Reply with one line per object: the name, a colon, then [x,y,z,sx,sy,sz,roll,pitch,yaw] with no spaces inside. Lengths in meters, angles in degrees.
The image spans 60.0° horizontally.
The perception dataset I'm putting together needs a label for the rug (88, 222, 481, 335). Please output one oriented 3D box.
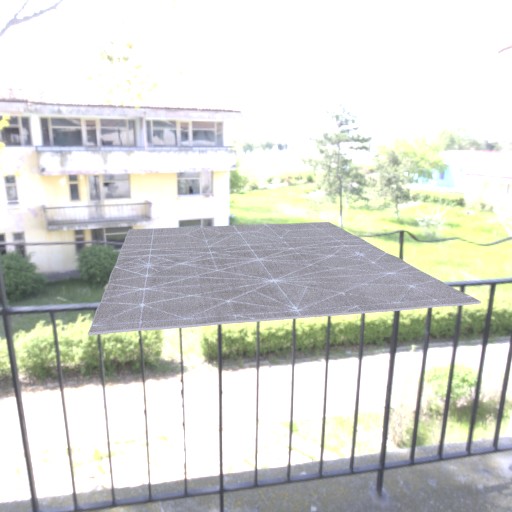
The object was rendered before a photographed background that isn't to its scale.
rug: [0.000,0.000,0.897,0.548,0.006,0.639,-3,15,-11]
